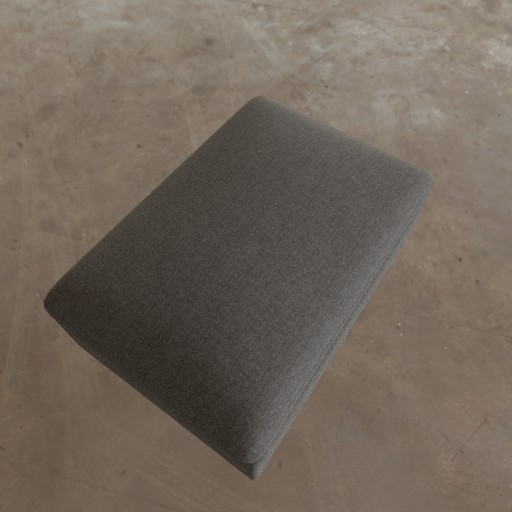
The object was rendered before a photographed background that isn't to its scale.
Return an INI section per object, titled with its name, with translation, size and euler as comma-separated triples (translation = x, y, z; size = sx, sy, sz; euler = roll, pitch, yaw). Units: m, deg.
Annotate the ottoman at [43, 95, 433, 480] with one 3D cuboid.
[ottoman]
translation = 0.000, 0.000, 1.406
size = 0.711, 0.483, 1.041
euler = 31, 63, 18
